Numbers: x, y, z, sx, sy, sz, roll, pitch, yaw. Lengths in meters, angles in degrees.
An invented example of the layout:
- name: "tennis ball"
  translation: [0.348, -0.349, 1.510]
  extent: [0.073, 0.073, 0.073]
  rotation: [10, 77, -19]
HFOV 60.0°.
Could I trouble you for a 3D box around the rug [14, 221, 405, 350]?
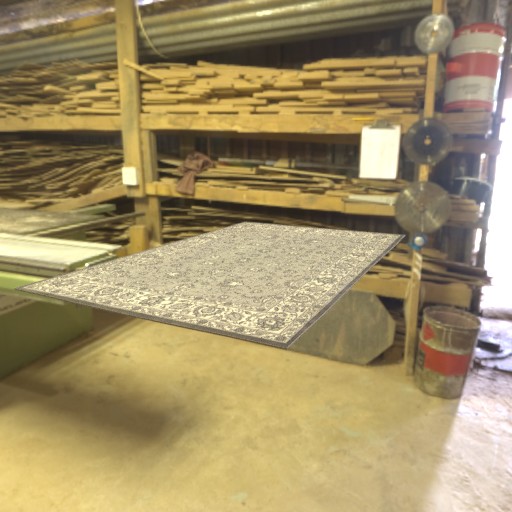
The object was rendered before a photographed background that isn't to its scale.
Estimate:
- name: "rug"
  translation: [0.000, 0.000, 2.956]
  extent: [1.524, 0.011, 2.438]
  rotation: [7, 15, 27]
